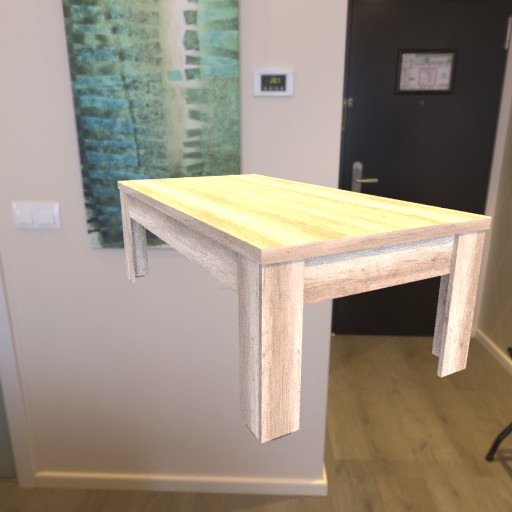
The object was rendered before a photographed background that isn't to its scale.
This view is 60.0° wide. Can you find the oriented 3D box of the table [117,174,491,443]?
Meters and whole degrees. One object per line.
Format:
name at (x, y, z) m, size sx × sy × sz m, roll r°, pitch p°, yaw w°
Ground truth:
table at (0.000, 0.000, 1.656) m, size 0.700 × 0.460 × 1.350 m, roll -8°, pitch 18°, yaw -27°
